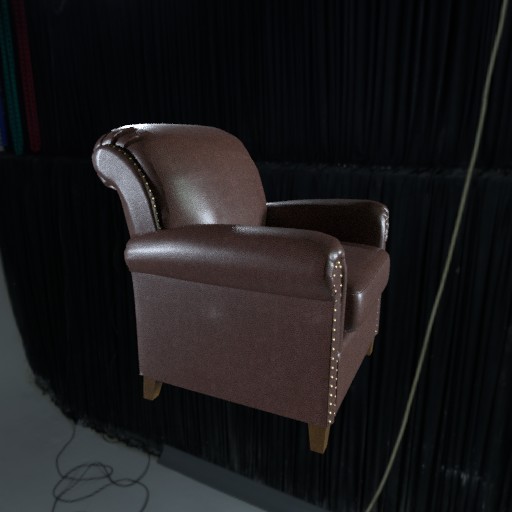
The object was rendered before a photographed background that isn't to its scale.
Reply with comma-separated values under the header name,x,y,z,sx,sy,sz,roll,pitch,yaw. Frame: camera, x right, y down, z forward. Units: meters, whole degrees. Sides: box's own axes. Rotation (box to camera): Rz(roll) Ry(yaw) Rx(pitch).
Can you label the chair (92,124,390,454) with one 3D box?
name,x,y,z,sx,sy,sz,roll,pitch,yaw
chair,0.000,0.000,1.618,0.890,0.927,0.854,7,16,25
